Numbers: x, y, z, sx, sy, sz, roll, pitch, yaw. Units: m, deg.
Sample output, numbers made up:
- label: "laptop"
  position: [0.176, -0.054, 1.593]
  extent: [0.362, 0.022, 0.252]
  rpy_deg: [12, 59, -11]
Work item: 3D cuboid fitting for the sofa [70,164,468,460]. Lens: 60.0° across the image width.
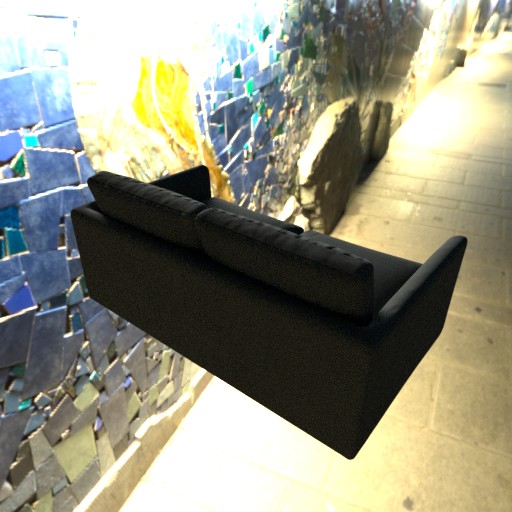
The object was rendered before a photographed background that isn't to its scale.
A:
- label: "sofa"
  position: [0.000, 0.000, 2.496]
  extent: [1.909, 0.845, 1.091]
  rpy_deg: [22, 36, 33]
